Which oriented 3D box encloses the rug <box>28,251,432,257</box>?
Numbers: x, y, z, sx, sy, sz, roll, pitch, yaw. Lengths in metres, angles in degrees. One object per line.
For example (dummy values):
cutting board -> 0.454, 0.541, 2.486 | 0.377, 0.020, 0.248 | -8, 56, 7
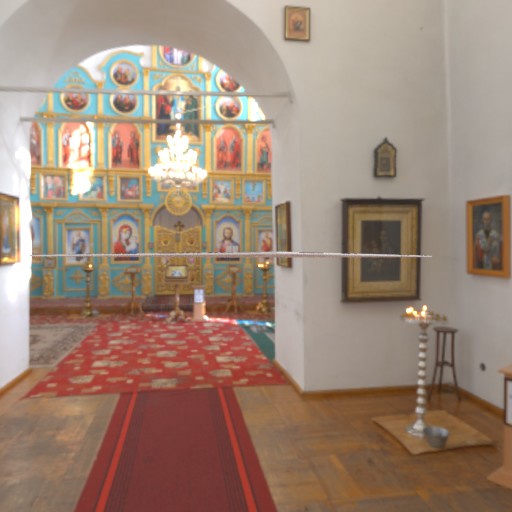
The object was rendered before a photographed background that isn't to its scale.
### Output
rug -> 0.000, 0.000, 4.131 | 2.423, 0.014, 3.040 | 0, -1, 35
